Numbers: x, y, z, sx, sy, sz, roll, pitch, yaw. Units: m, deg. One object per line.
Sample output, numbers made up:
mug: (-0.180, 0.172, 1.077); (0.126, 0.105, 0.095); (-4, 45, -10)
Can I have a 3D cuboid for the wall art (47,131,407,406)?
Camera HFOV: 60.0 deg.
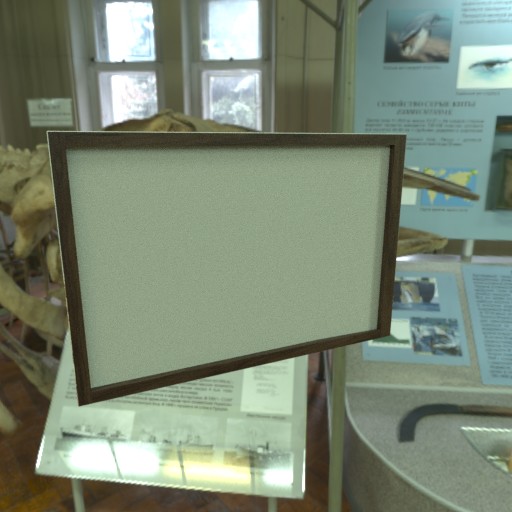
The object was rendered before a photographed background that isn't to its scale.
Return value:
wall art: (0.000, 0.000, 1.898); (1.520, 1.016, 0.051); (-7, 16, -24)
